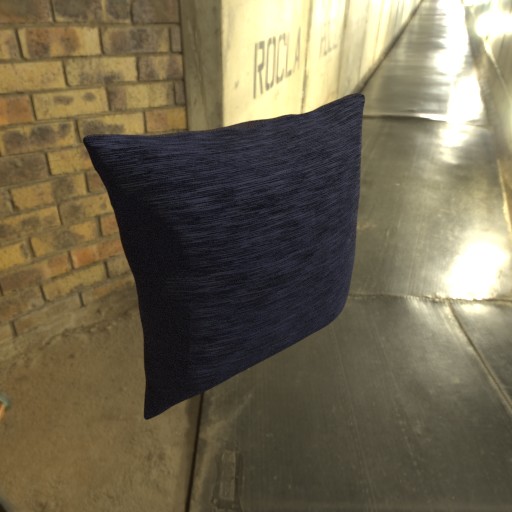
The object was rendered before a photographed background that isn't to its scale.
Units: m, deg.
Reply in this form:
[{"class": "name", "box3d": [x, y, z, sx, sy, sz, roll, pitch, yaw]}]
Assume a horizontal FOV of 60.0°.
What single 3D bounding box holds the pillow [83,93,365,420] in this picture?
[{"class": "pillow", "box3d": [0.000, 0.000, 0.686, 0.452, 0.439, 0.204, -21, 36, -32]}]
